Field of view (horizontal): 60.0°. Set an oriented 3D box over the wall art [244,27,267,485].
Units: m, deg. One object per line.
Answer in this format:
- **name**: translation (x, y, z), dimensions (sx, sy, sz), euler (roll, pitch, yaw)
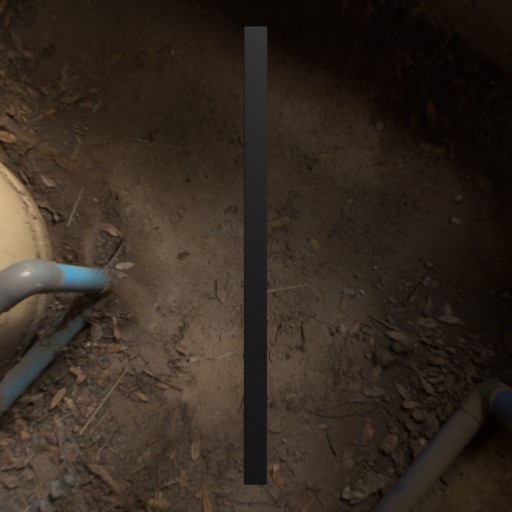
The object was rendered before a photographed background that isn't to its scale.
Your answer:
- **wall art**: translation (0.000, 0.000, 0.769), dimensions (0.029, 0.458, 0.559), euler (0, 90, 0)
